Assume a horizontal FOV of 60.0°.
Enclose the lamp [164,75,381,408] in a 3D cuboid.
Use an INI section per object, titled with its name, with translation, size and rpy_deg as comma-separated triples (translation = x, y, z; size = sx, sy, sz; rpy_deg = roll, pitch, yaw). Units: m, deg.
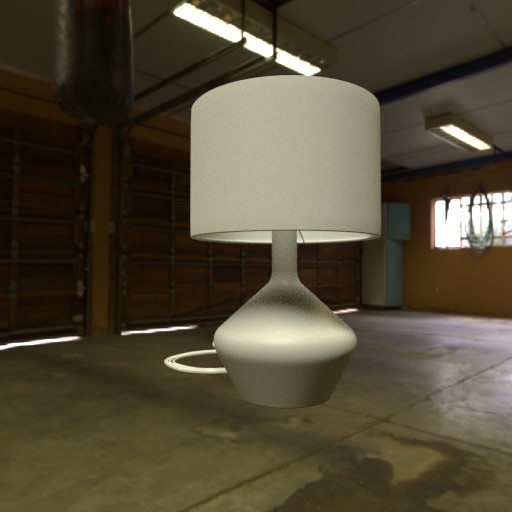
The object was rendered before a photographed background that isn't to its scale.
[lamp]
translation = 0.000, 0.000, 0.846
size = 0.401, 0.457, 0.546
rpy_deg = 0, -2, 1
